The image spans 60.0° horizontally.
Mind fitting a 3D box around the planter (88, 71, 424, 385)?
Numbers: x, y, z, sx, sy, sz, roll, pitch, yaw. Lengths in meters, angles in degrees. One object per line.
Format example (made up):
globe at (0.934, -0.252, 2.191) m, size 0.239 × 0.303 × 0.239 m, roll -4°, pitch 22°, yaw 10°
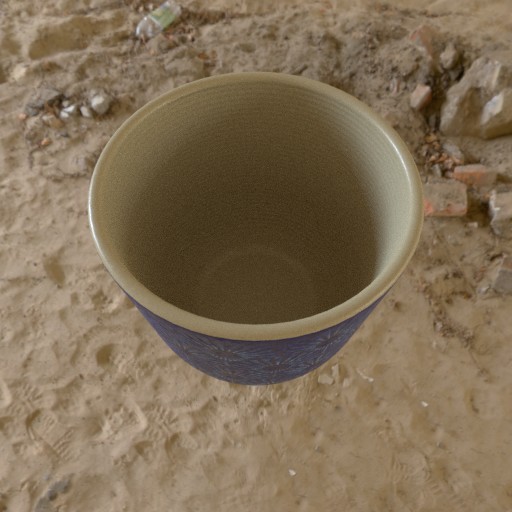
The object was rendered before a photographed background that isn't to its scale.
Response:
planter at (0.000, 0.000, 0.356) m, size 0.206 × 0.190 × 0.206 m, roll 0°, pitch 60°, yaw 0°
